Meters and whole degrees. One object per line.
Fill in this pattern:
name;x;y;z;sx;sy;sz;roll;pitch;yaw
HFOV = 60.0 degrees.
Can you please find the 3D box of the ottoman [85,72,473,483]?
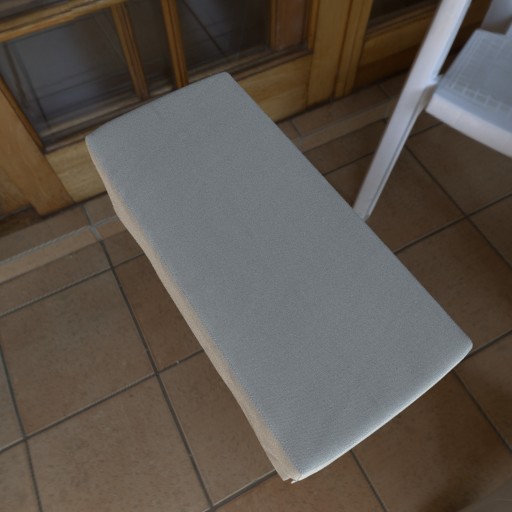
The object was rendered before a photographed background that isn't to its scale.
ottoman;0.000;0.000;1.610;0.665;0.457;1.388;-31;67;-15
